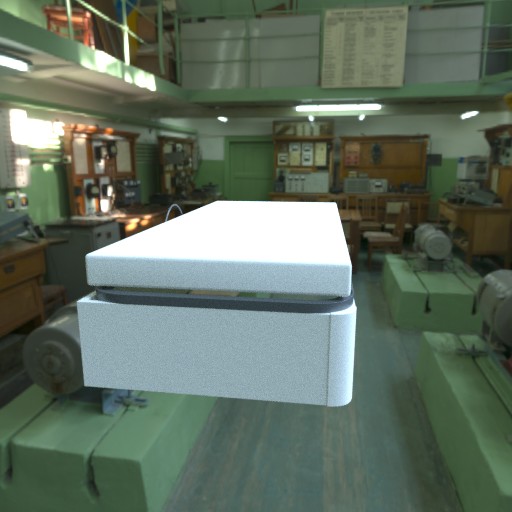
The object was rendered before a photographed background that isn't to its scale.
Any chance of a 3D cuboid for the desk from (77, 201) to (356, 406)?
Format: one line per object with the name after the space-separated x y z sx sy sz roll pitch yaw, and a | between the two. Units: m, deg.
0.000 0.000 2.307 0.900 0.526 1.900 2 13 8 | desk
